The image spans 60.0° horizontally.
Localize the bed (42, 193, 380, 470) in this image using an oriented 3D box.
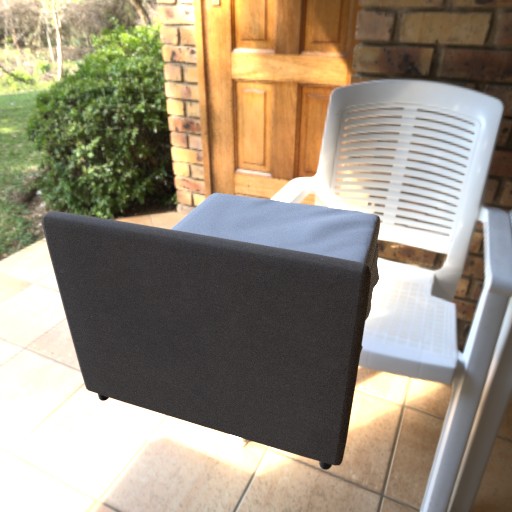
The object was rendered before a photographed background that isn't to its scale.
[{"bbox_3d":[0.000,0.000,3.194,1.723,1.330,2.142,10,31,17],"label":"bed"}]
